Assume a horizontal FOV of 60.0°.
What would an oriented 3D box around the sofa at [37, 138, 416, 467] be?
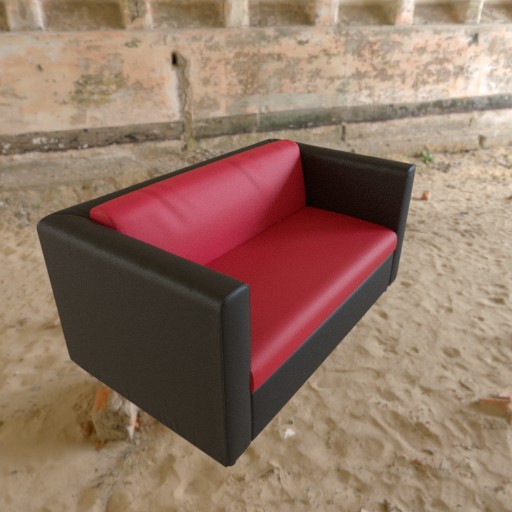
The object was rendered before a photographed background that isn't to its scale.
[{"bbox_3d":[0.000,0.000,1.920,0.845,0.735,1.410,19,34,31],"label":"sofa"}]
